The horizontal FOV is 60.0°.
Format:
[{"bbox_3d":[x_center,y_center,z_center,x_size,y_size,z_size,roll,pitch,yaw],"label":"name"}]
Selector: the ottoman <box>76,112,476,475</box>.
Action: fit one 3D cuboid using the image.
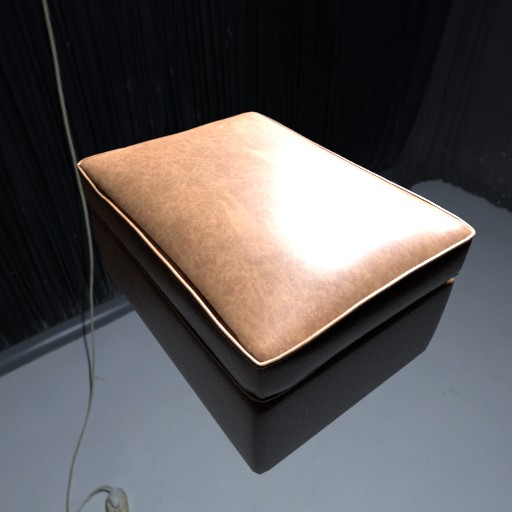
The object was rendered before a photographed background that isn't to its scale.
[{"bbox_3d":[0.000,0.000,1.076,0.554,0.468,0.756,-26,46,-27],"label":"ottoman"}]
